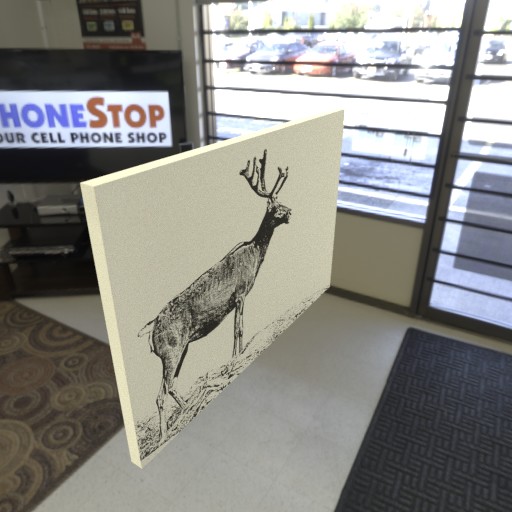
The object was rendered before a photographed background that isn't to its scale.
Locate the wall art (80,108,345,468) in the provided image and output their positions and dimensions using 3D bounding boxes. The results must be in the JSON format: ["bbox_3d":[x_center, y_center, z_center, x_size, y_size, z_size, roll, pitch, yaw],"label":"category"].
[{"bbox_3d":[0.000,0.000,1.137,0.033,0.617,0.906,17,31,30],"label":"wall art"}]
